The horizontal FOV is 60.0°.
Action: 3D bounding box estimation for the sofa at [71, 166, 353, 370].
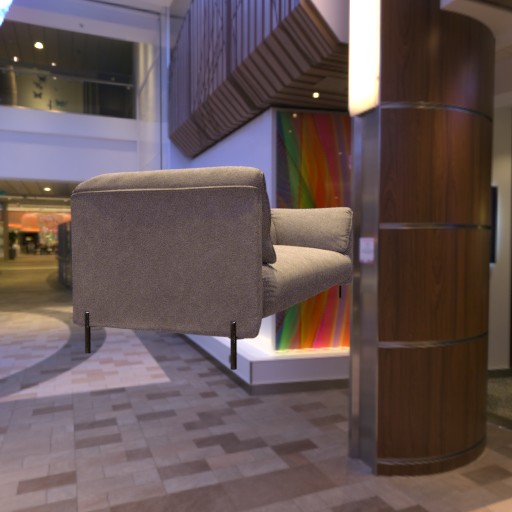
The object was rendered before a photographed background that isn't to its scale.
[{"bbox_3d":[0.000,0.000,2.758,0.899,0.758,2.238,1,2,21],"label":"sofa"}]
